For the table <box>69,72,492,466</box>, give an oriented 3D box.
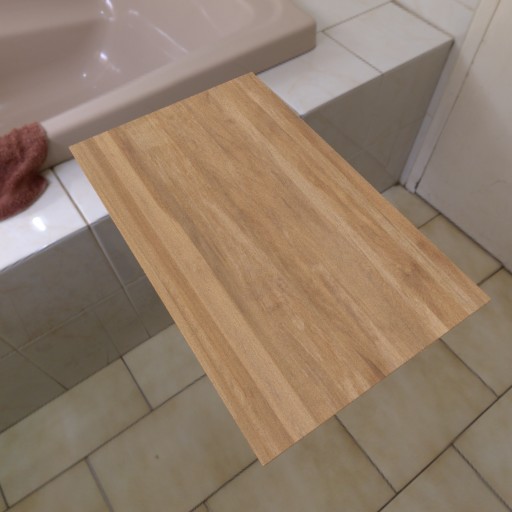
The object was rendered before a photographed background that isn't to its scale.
[{"bbox_3d":[0.000,0.000,1.441,0.692,0.441,1.100,-29,62,-17],"label":"table"}]
